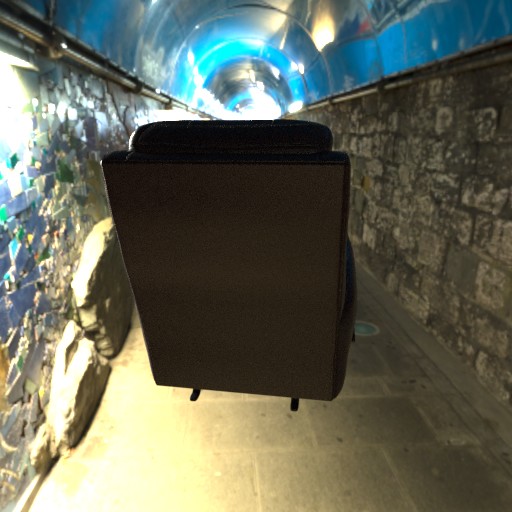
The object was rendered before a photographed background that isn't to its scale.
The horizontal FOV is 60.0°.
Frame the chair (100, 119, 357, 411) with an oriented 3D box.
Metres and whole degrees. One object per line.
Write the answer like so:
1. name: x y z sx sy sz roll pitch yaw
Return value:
1. chair: 0.000 0.000 1.787 0.829 1.030 1.080 3 16 9
